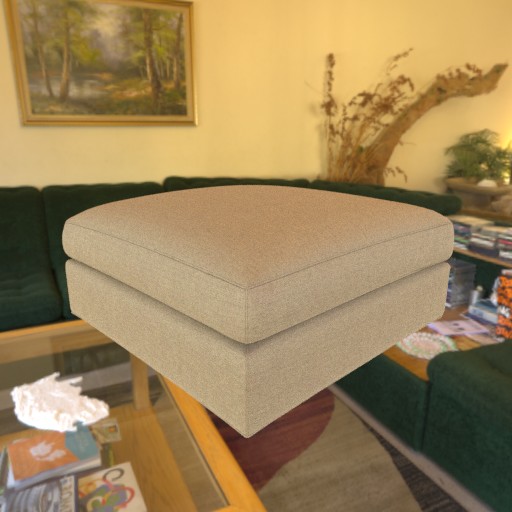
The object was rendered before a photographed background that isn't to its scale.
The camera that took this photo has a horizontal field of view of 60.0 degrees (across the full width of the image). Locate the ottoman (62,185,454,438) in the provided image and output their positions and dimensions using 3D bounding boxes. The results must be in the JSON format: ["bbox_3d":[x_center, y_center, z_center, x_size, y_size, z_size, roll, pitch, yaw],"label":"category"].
[{"bbox_3d":[0.000,0.000,1.641,1.041,0.470,1.041,-15,22,-41],"label":"ottoman"}]
